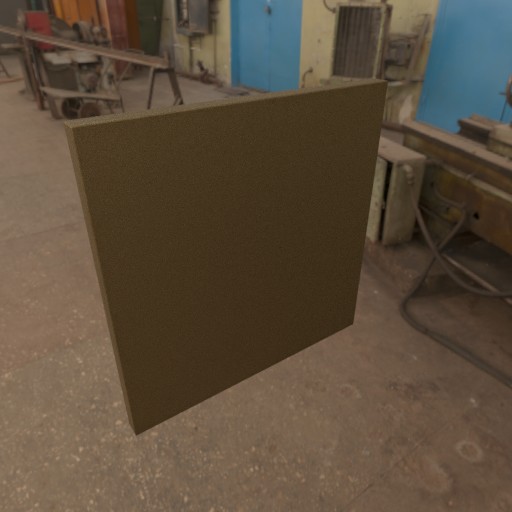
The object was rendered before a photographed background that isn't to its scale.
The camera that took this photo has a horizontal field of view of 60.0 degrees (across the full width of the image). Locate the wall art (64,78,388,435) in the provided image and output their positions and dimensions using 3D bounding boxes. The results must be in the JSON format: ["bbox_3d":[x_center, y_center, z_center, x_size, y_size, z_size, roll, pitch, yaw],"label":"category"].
[{"bbox_3d":[0.000,0.000,0.736,0.503,0.506,0.031,-20,36,-29],"label":"wall art"}]
